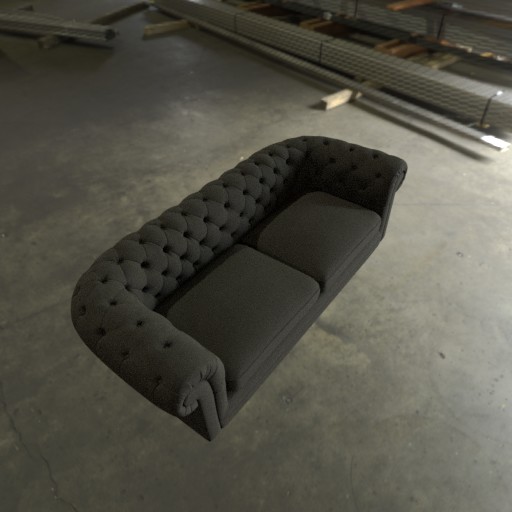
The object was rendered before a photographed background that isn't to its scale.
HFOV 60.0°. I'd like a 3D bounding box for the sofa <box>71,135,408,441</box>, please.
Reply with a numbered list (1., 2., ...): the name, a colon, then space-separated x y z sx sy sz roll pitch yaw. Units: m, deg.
1. sofa: 0.000 0.000 2.826 0.991 0.762 2.362 26 48 27
